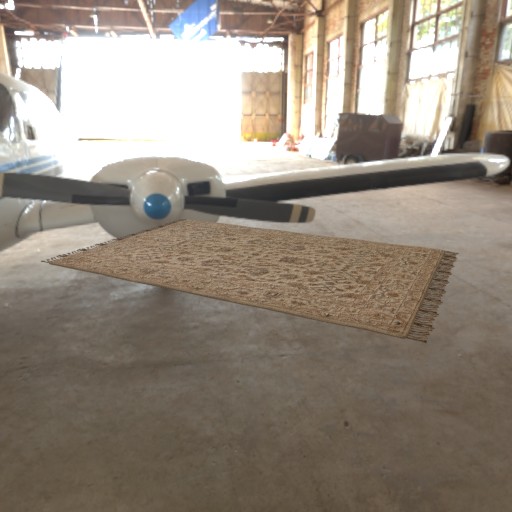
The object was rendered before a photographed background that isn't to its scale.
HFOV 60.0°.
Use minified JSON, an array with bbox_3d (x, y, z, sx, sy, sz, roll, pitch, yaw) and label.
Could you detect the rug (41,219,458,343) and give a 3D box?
[{"bbox_3d":[0.000,0.000,3.025,2.434,0.027,1.529,9,19,27],"label":"rug"}]
